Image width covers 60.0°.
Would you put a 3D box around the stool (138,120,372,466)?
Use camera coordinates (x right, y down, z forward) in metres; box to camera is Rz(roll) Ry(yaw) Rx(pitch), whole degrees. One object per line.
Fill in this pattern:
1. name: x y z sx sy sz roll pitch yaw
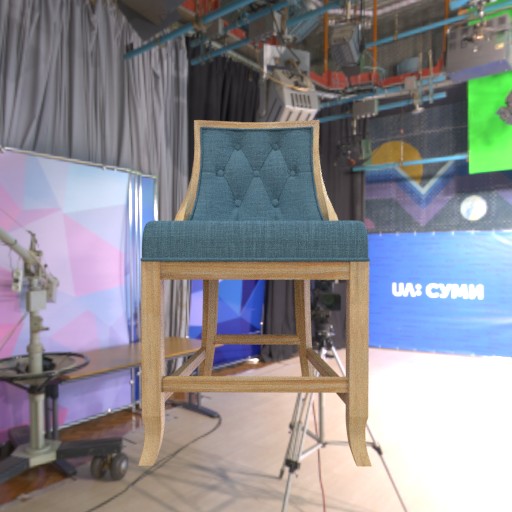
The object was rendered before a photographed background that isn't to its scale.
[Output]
1. stool: 0.000 0.000 1.297 0.524 0.938 0.626 0 1 0
